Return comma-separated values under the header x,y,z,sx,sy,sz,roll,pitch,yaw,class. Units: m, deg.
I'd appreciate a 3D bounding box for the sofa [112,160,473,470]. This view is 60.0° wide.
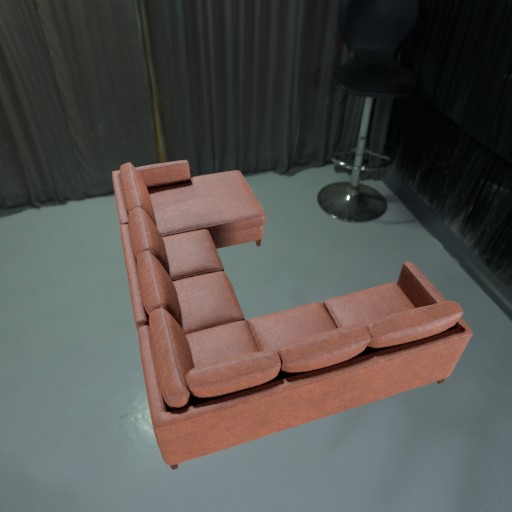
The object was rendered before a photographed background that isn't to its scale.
x,y,z,sx,sy,sz,roll,pitch,yaw,class
0.000,0.000,4.627,2.593,0.923,3.460,-12,43,-13,sofa
